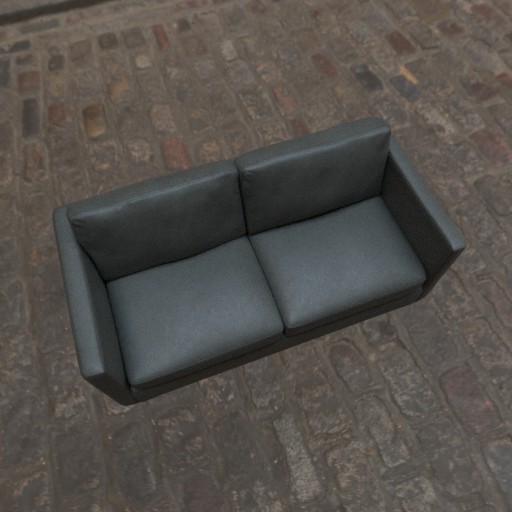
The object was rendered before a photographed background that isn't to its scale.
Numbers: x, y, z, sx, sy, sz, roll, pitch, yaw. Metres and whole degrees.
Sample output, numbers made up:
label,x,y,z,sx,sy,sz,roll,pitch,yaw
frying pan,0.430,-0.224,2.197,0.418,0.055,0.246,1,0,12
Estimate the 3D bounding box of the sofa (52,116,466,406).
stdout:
label,x,y,z,sx,sy,sz,roll,pitch,yaw
sofa,0.000,0.000,2.437,1.883,0.933,0.951,-18,63,-9
